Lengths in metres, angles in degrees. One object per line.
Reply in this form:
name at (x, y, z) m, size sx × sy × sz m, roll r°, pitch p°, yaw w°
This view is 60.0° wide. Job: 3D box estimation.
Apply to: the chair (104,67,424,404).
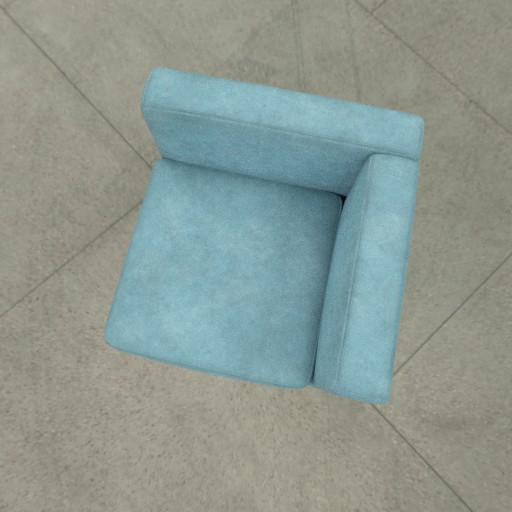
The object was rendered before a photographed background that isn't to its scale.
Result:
chair at (0.000, 0.000, 1.262) m, size 0.691 × 0.660 × 0.684 m, roll 12°, pitch 76°, yaw 3°
